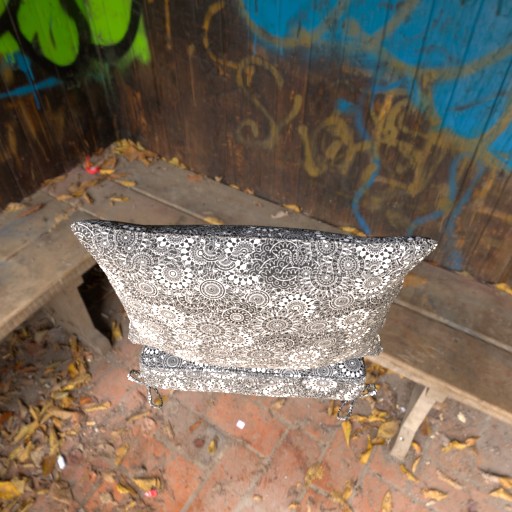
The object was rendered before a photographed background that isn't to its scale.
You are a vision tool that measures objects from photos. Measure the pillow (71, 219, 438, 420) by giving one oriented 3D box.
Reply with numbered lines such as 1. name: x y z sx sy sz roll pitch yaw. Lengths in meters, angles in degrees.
1. pillow: 0.000 0.000 1.363 0.798 0.722 0.740 3 45 3
